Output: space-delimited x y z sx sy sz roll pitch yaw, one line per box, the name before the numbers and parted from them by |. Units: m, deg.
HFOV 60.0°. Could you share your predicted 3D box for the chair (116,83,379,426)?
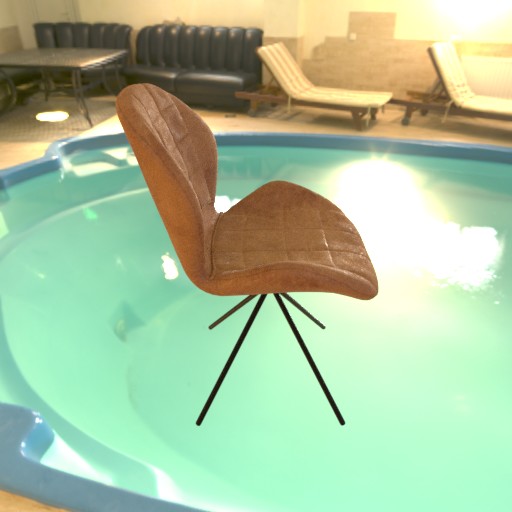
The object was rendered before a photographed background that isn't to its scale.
chair | 0.000 0.000 1.275 0.640 0.929 0.527 0 32 0
